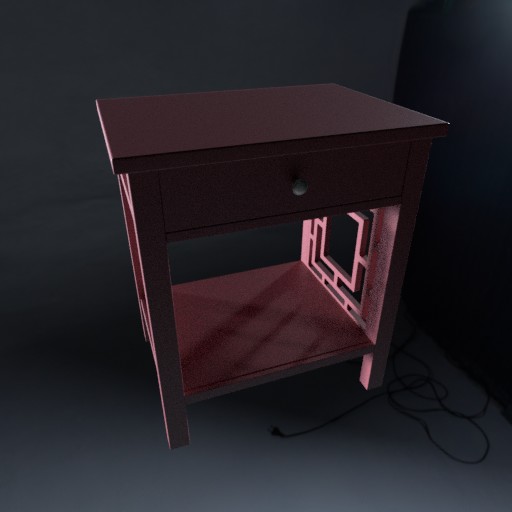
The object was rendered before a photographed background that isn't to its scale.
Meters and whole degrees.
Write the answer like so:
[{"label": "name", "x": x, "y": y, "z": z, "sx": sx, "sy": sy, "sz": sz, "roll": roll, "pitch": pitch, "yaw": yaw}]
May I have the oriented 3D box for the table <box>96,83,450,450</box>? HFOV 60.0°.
[{"label": "table", "x": 0.000, "y": 0.000, "z": 1.074, "sx": 0.599, "sy": 0.686, "sz": 0.451, "roll": -11, "pitch": 32, "yaw": -17}]
